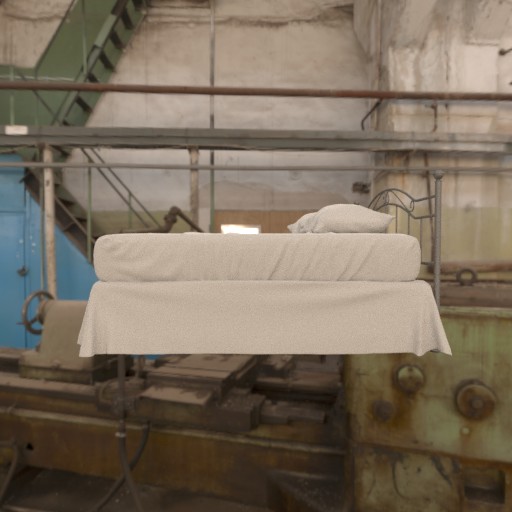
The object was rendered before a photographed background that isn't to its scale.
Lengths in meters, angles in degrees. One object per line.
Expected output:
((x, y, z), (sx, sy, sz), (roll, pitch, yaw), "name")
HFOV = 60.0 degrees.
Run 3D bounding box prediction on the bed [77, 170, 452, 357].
((0.000, 0.000, 3.576), (2.220, 1.080, 2.309), (0, 2, -1), "bed")
